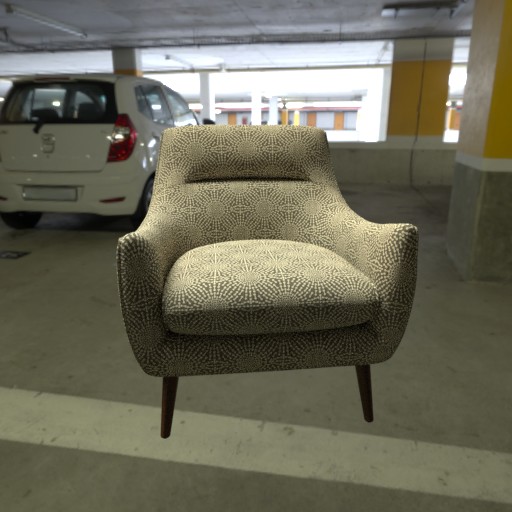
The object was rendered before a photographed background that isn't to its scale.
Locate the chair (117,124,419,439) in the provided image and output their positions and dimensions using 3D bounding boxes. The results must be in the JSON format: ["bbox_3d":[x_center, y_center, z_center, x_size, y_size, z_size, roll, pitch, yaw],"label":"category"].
[{"bbox_3d":[0.000,0.000,1.473,0.762,0.838,0.787,-2,16,-7],"label":"chair"}]
